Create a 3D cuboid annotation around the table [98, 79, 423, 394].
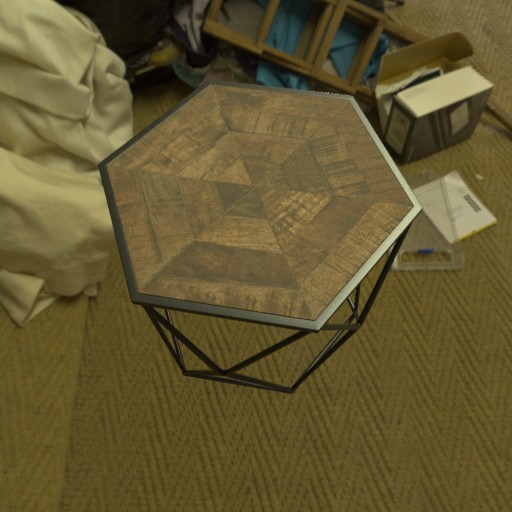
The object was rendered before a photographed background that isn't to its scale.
[{"bbox_3d":[0.000,0.000,1.053,0.579,0.564,0.578,-18,64,-9],"label":"table"}]
